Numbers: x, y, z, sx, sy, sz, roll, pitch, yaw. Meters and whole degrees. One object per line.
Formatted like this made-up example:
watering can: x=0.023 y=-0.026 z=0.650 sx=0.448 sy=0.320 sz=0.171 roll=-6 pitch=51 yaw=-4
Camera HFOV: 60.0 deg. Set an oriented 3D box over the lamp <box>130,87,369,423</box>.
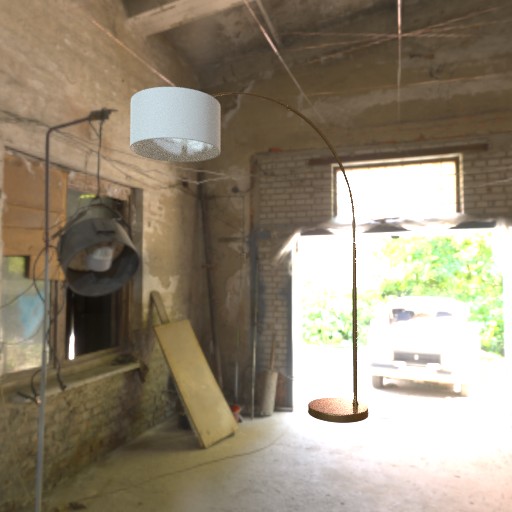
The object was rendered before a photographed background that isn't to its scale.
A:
lamp: x=0.000 y=0.000 z=2.602 sx=1.434 sy=1.927 sz=0.493 roll=1 pitch=-2 yaw=-18
